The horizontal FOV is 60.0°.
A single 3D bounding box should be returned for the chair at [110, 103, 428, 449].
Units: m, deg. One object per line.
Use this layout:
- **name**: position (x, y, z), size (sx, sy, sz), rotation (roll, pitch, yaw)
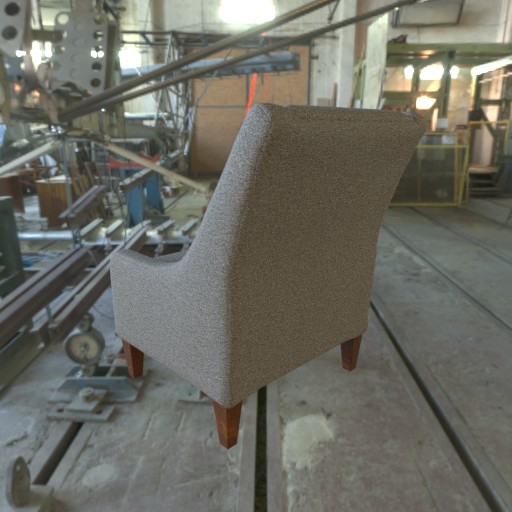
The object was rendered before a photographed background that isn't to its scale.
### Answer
- **chair**: position (0.000, 0.000, 1.633), size (0.774, 1.016, 0.870), rotation (-15, 22, -42)
